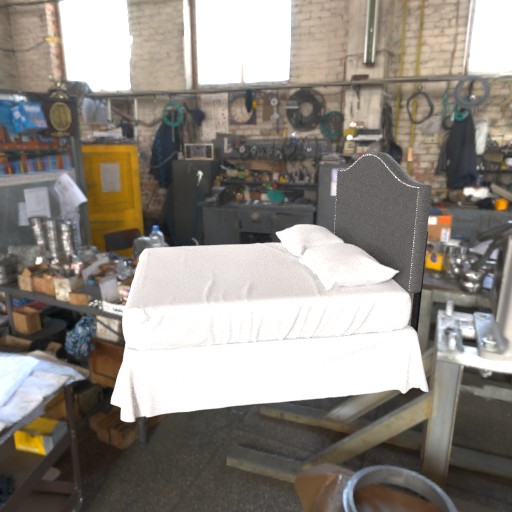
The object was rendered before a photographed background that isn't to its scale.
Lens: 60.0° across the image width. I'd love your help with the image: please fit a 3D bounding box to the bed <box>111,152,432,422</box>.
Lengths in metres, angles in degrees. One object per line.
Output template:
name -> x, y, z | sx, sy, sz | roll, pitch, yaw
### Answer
bed -> 0.000, 0.000, 3.616 | 2.221, 1.645, 1.876 | -3, 15, -9
